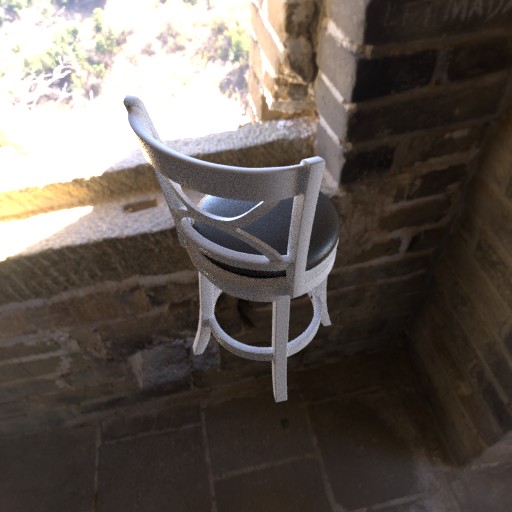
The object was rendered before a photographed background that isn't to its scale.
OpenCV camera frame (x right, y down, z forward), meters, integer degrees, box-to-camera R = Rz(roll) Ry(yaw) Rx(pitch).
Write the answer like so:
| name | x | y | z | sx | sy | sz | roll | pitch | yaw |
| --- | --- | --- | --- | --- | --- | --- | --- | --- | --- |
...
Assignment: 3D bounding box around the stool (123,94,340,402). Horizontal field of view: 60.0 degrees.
| name | x | y | z | sx | sy | sz | roll | pitch | yaw |
| --- | --- | --- | --- | --- | --- | --- | --- | --- | --- |
| stool | 0.000 | 0.000 | 1.239 | 0.444 | 0.953 | 0.508 | 24 | 51 | 21 |
